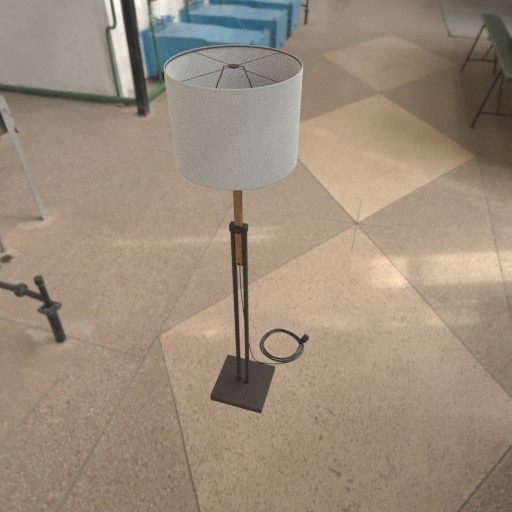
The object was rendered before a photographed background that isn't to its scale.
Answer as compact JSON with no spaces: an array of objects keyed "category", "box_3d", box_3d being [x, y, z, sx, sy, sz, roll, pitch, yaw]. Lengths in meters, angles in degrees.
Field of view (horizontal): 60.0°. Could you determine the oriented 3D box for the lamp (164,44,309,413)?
[{"category":"lamp","box_3d":[0.000,0.000,1.912,0.474,1.650,0.639,11,42,13]}]
